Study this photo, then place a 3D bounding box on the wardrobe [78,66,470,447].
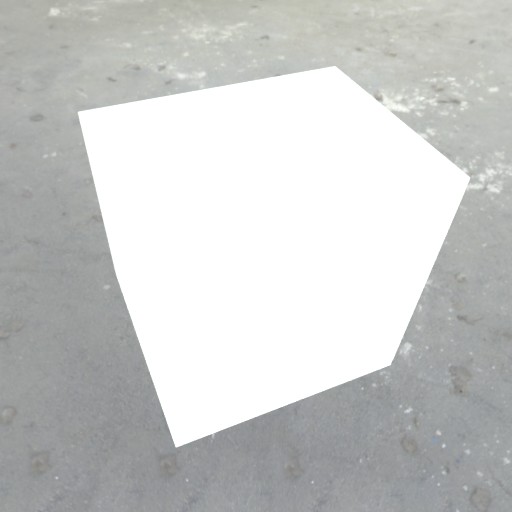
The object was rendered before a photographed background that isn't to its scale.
[{"bbox_3d":[0.000,0.000,0.883,0.500,0.520,0.400,-16,48,-15],"label":"wardrobe"}]
